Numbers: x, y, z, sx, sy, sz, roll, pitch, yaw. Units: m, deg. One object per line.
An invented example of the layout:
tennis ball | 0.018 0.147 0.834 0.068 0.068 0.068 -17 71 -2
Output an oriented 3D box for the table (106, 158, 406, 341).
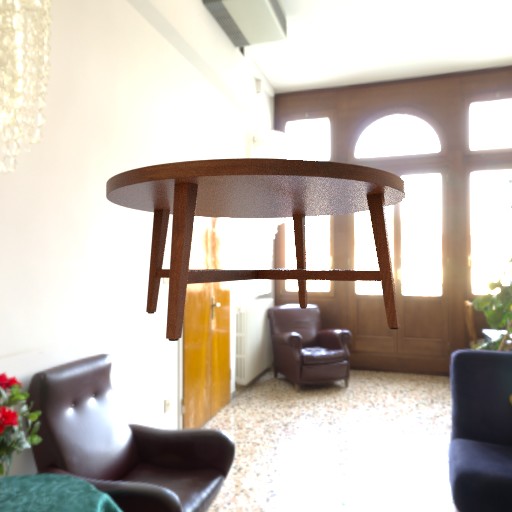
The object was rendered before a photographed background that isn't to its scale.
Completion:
table | 0.000 0.000 1.246 0.800 0.360 0.800 0 -1 0
